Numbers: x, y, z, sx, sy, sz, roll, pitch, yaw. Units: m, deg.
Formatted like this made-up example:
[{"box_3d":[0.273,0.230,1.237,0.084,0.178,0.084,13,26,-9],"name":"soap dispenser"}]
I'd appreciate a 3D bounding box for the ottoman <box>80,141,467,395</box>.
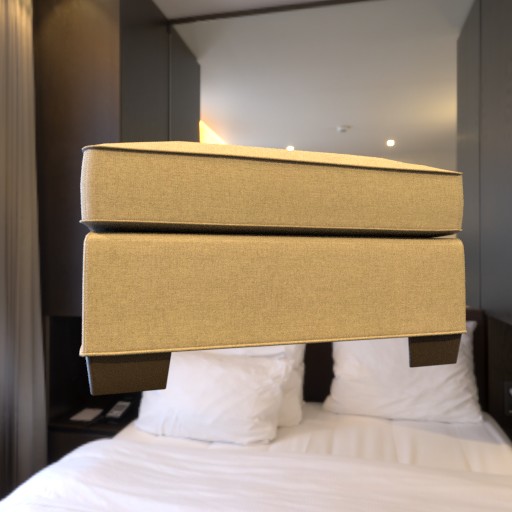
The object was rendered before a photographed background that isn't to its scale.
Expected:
[{"box_3d":[0.000,0.000,1.187,0.843,0.504,0.619,0,-1,-18],"name":"ottoman"}]
